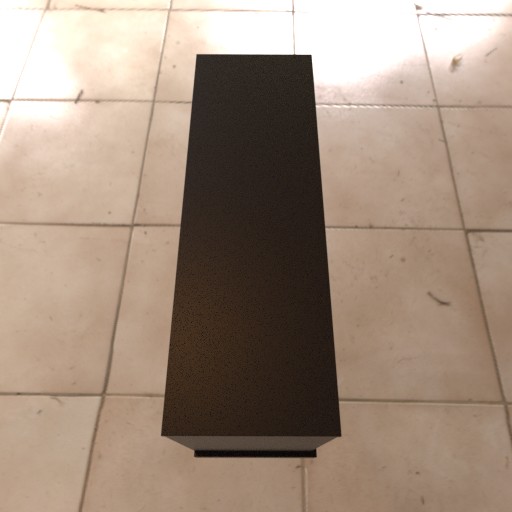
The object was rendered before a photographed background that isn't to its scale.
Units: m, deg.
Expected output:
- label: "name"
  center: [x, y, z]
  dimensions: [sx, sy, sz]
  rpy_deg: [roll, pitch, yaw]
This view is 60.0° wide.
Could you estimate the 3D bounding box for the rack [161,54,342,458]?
- label: "rack"
  center: [0.000, 0.000, 1.485]
  dimensions: [0.399, 0.635, 1.206]
  rpy_deg: [0, 63, 0]
